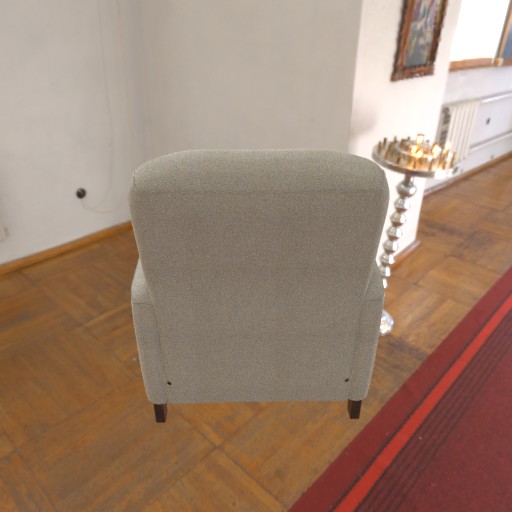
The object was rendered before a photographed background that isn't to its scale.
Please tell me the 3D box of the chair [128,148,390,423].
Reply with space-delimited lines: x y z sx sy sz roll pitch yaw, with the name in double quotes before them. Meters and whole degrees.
"chair" 0.000 0.000 1.674 0.850 1.006 0.853 -1 30 -1
